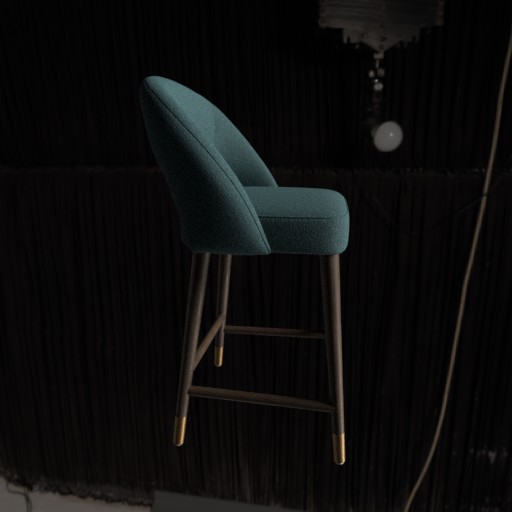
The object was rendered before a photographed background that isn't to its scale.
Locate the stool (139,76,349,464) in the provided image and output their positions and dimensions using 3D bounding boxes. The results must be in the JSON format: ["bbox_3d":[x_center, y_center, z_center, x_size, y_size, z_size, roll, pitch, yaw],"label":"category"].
[{"bbox_3d":[0.000,0.000,1.243,0.522,0.939,0.536,2,15,9],"label":"stool"}]
